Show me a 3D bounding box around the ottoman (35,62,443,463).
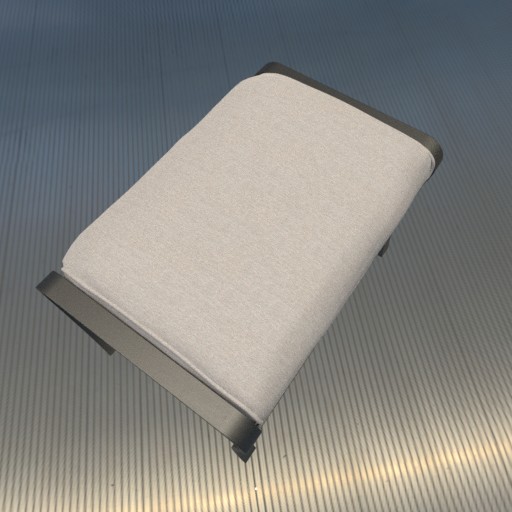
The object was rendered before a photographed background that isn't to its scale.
[{"bbox_3d":[0.000,0.000,0.871,0.406,0.422,0.610,32,67,16],"label":"ottoman"}]
